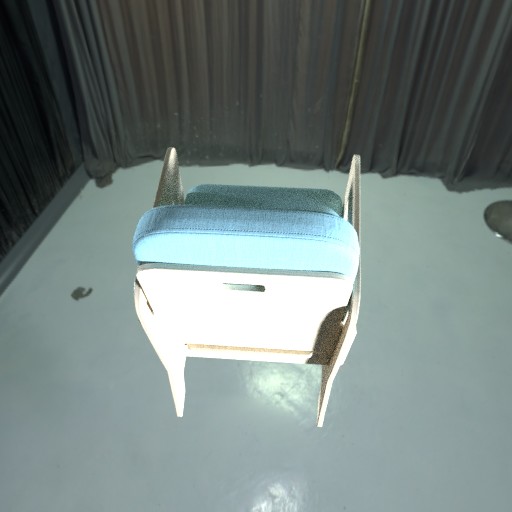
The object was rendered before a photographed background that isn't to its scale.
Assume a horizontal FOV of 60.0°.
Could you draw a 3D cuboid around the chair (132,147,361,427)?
[{"bbox_3d":[0.000,0.000,1.283,0.590,0.800,0.710,3,44,3],"label":"chair"}]
